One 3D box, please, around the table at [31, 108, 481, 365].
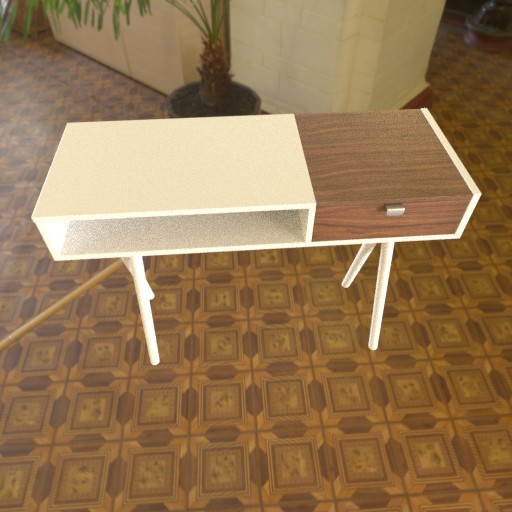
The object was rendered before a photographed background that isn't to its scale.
[{"bbox_3d":[0.000,0.000,1.465,1.066,0.785,0.418,-3,48,-3],"label":"table"}]
